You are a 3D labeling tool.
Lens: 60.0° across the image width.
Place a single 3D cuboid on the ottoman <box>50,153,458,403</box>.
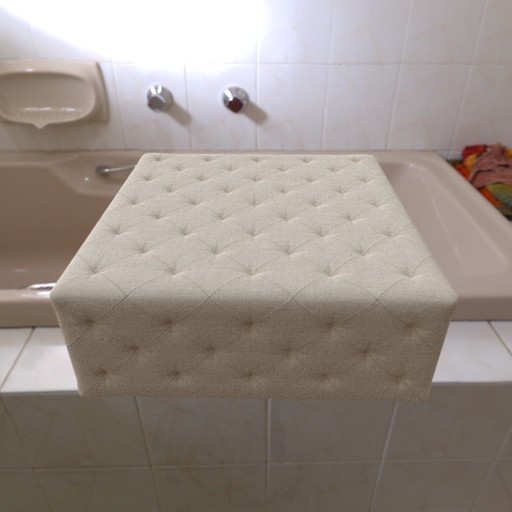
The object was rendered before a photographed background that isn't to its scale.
[{"bbox_3d":[0.000,0.000,1.623,1.028,0.439,1.028,1,33,1],"label":"ottoman"}]
